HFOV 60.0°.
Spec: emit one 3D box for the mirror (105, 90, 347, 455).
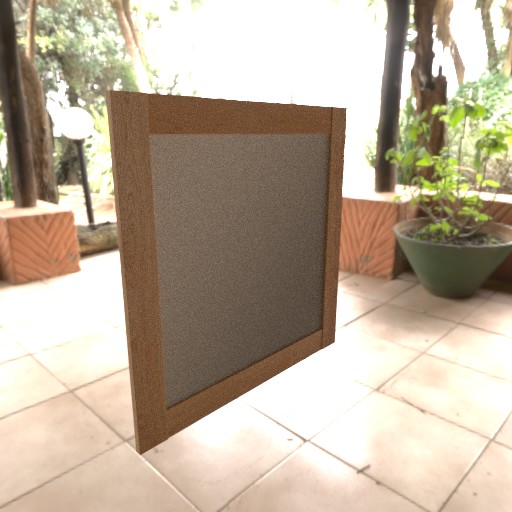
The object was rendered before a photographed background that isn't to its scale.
[{"bbox_3d":[0.000,0.000,1.210,0.020,0.800,0.800,14,21,42],"label":"mirror"}]
